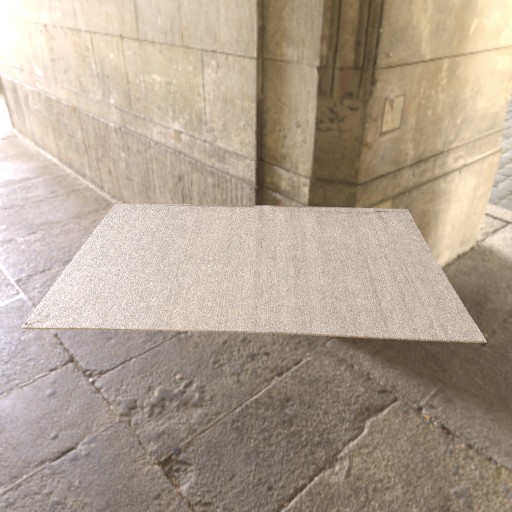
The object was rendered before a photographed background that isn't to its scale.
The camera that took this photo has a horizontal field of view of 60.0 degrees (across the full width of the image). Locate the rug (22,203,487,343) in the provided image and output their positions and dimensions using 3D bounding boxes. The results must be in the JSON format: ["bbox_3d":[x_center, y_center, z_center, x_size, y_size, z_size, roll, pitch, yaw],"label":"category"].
[{"bbox_3d":[0.000,0.000,2.226,1.820,0.022,1.179,1,31,2],"label":"rug"}]
